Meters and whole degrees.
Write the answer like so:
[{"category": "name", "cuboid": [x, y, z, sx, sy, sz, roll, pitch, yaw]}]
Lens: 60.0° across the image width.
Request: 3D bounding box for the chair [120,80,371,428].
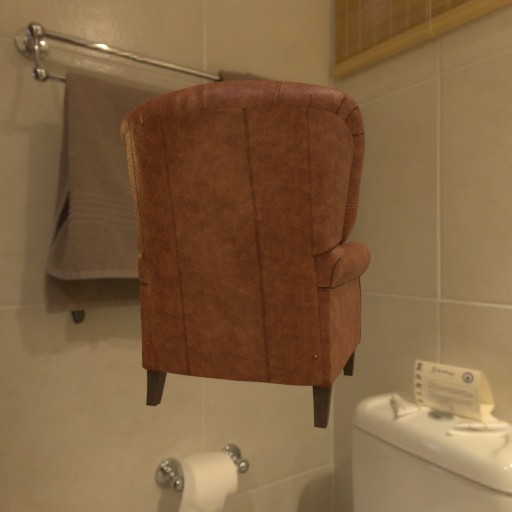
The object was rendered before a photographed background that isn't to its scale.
[{"category": "chair", "cuboid": [0.000, 0.000, 1.893, 0.951, 1.164, 1.059, 0, 0, 19]}]
